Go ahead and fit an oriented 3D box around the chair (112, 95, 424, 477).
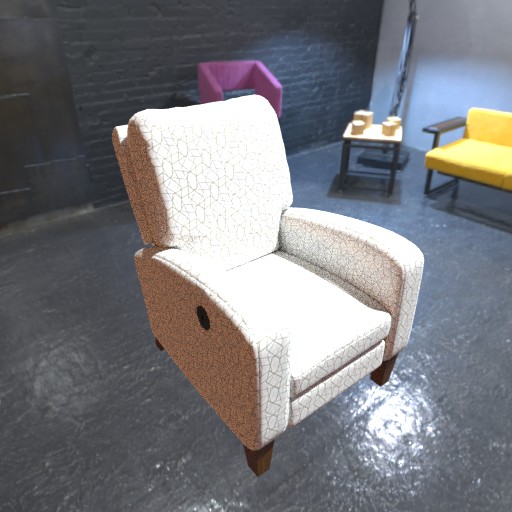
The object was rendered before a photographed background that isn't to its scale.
[{"bbox_3d":[0.000,0.000,1.737,0.796,1.064,0.995,-21,36,-32],"label":"chair"}]
